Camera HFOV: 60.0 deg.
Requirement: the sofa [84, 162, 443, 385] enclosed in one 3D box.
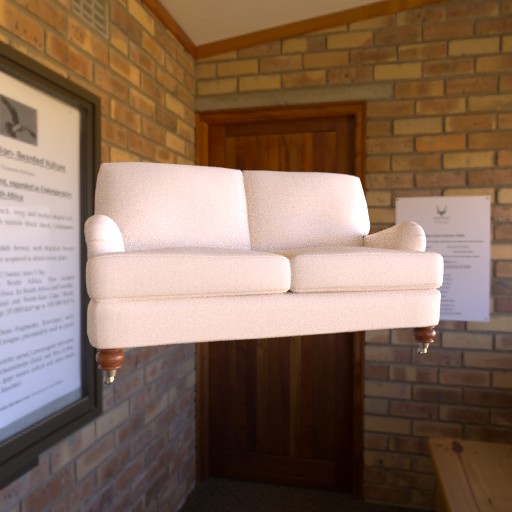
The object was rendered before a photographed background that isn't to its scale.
[{"bbox_3d":[0.000,0.000,2.581,1.853,1.101,1.084,0,1,-19],"label":"sofa"}]
